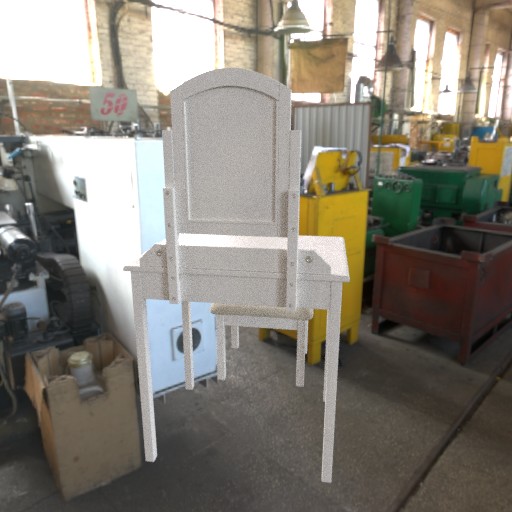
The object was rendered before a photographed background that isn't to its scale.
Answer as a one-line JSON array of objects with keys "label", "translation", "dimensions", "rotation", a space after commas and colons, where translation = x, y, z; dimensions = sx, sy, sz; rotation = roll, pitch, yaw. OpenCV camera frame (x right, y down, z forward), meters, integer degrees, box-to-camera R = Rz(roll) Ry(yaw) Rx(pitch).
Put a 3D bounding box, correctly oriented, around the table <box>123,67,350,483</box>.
[{"label": "table", "translation": [0.000, 0.000, 2.256], "dimensions": [0.876, 1.631, 1.211], "rotation": [2, 16, 9]}]
